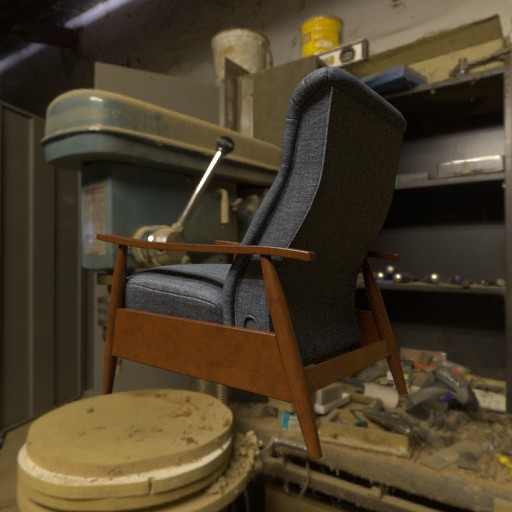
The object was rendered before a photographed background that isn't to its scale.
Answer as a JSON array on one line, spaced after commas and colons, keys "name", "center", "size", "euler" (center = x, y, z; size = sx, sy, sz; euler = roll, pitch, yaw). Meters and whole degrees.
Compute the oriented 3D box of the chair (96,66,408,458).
[{"name": "chair", "center": [0.000, 0.000, 1.752], "size": [1.030, 1.082, 0.762], "euler": [0, -1, 37]}]
